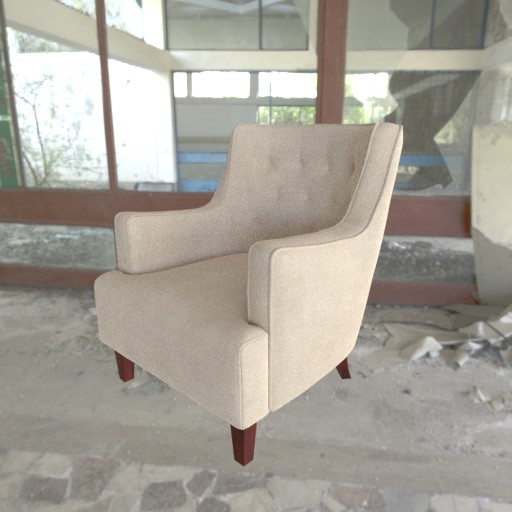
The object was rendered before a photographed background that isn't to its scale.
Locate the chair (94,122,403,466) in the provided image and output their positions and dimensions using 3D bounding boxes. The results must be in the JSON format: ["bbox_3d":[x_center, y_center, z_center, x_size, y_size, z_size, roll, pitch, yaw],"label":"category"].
[{"bbox_3d":[0.000,0.000,1.590,0.781,0.920,0.910,15,21,41],"label":"chair"}]
